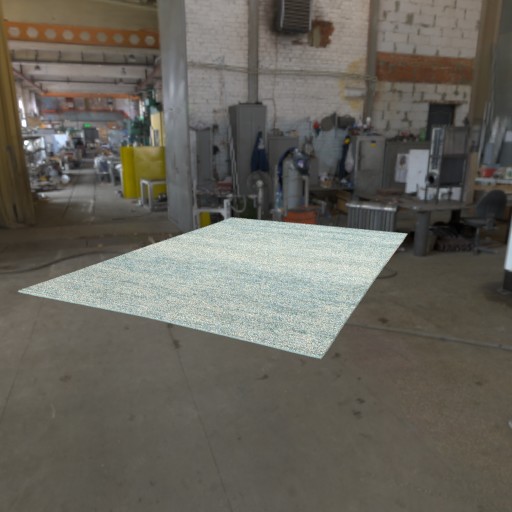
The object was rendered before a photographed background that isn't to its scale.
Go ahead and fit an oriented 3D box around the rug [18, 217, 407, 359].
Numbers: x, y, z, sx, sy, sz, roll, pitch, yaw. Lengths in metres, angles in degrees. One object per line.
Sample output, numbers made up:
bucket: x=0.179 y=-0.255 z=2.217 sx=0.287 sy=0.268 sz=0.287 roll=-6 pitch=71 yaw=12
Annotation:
rug: x=0.000 y=0.000 z=2.903 sx=1.611 sy=0.026 sz=2.260 roll=7 pitch=17 yaw=25
